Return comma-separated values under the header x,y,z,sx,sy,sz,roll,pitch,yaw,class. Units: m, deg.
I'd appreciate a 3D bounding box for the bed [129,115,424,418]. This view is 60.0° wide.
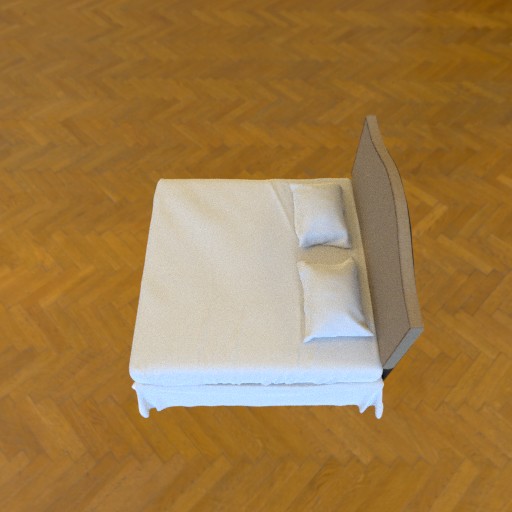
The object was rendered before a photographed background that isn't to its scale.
x,y,z,sx,sy,sz,roll,pitch,yaw,class
0.000,0.000,3.758,2.222,1.651,2.311,0,57,0,bed
